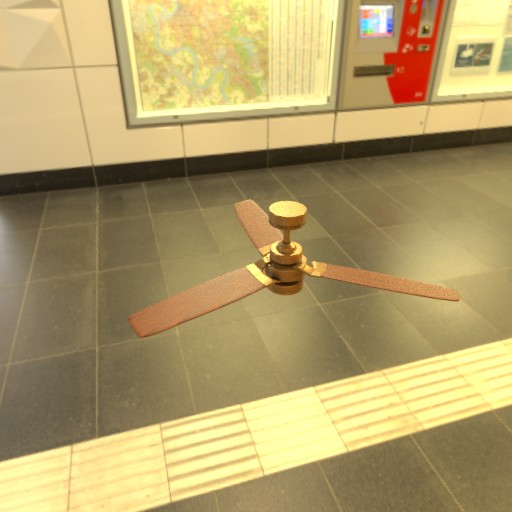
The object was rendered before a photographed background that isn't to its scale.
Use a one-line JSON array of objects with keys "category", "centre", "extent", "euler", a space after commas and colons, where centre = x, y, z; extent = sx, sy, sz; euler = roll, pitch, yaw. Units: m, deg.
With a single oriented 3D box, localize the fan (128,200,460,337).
[{"category": "fan", "centre": [0.000, 0.000, 2.059], "extent": [1.271, 0.425, 1.416], "euler": [-21, 37, -31]}]
